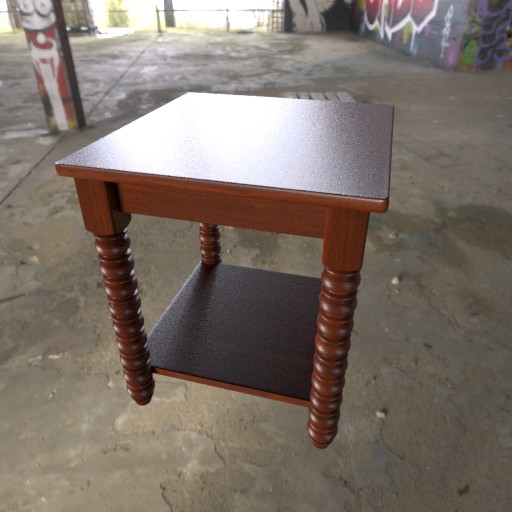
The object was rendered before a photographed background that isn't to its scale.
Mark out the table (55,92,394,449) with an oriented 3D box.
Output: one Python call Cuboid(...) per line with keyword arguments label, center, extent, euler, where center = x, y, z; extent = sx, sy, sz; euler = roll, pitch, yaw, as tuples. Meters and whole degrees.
Cuboid(label="table", center=(0.000, 0.000, 0.986), extent=(0.500, 0.567, 0.533), euler=(8, 33, 13))
